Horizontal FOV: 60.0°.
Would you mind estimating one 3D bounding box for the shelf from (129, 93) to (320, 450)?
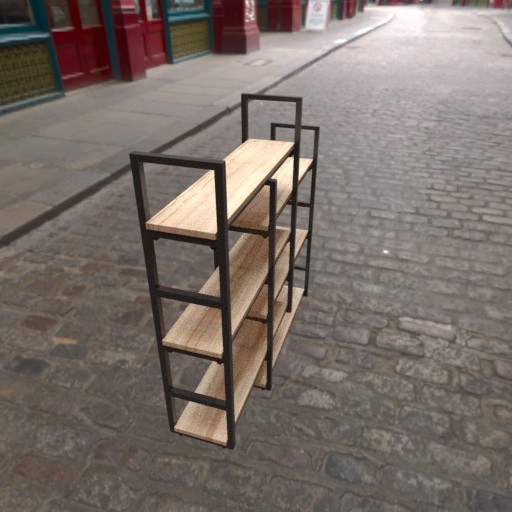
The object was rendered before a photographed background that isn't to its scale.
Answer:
[{"bbox_3d":[0.000,0.000,1.401,0.183,0.921,0.946,9,32,16],"label":"shelf"}]
